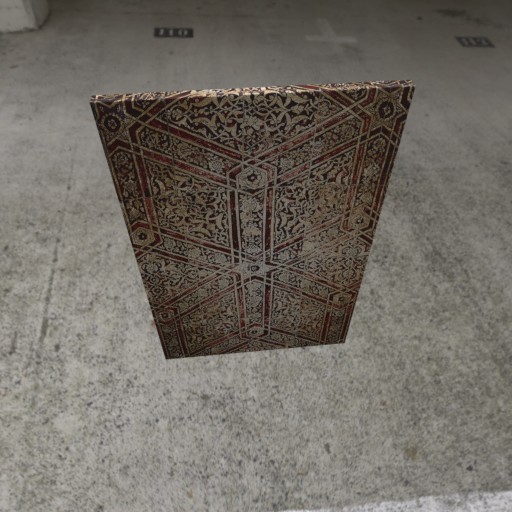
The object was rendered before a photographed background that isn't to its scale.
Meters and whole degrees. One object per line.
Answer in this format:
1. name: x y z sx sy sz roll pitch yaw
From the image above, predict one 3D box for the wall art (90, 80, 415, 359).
1. wall art: 0.000 0.000 1.152 0.599 0.904 0.030 -4 47 -4
